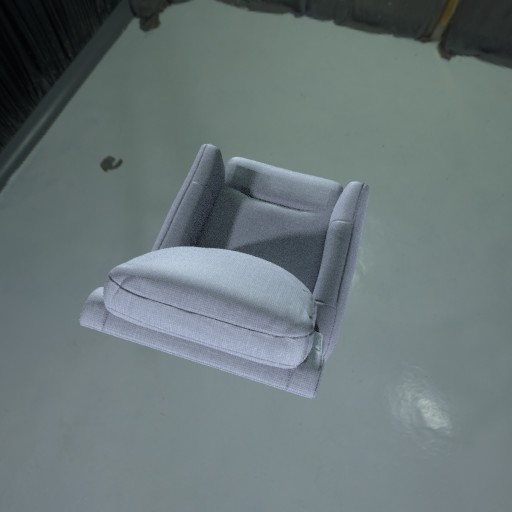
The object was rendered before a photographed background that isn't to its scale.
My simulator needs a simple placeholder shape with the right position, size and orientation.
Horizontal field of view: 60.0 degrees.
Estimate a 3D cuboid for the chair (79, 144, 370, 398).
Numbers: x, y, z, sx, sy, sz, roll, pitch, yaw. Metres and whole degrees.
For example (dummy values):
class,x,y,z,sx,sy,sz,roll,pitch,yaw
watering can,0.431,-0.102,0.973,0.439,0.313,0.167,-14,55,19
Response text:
class,x,y,z,sx,sy,sz,roll,pitch,yaw
chair,0.000,0.000,1.773,0.829,1.030,1.080,16,65,8
